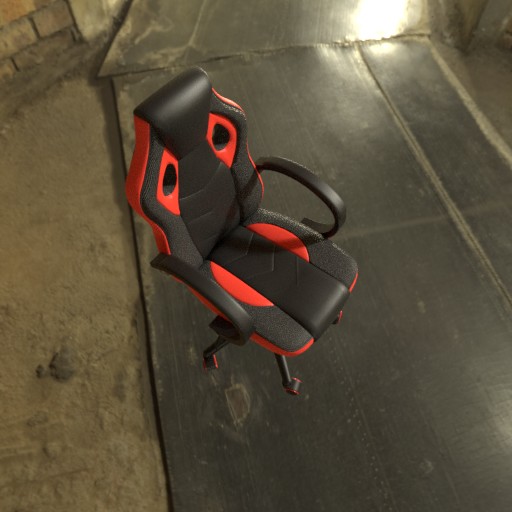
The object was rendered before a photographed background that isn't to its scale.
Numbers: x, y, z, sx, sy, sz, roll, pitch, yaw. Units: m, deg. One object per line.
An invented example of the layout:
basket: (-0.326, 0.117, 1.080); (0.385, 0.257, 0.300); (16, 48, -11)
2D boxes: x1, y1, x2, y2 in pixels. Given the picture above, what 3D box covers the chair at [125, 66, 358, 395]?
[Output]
chair: (0.000, 0.000, 1.427); (0.642, 1.016, 0.600); (34, 64, 19)
